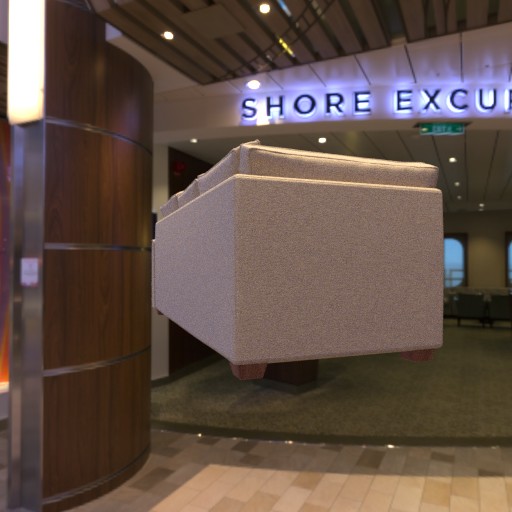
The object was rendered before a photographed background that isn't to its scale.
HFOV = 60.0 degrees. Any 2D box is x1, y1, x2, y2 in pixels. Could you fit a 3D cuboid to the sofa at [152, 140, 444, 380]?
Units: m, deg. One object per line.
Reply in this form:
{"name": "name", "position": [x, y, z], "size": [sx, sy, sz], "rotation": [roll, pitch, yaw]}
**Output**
{"name": "sofa", "position": [0.000, 0.000, 2.885], "size": [1.061, 0.962, 2.317], "rotation": [0, -1, -20]}
